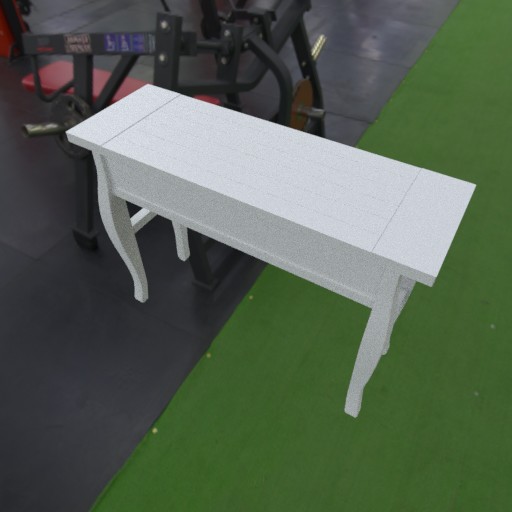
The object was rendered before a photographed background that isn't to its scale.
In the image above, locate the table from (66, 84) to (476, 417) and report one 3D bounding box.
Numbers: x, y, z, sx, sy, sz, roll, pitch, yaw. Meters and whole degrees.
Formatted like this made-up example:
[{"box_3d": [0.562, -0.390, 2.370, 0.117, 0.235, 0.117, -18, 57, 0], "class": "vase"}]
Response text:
[{"box_3d": [0.000, 0.000, 1.461, 1.062, 0.768, 0.373, 24, 51, 21], "class": "table"}]
